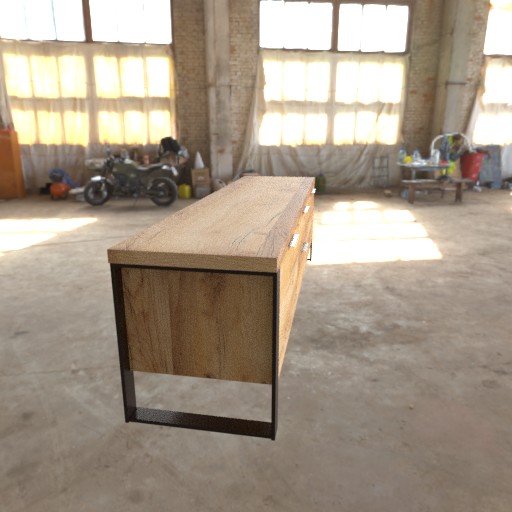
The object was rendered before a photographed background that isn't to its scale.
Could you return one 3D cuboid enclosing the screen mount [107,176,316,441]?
[{"bbox_3d":[0.000,0.000,1.727,0.395,0.450,1.524,3,17,10],"label":"screen mount"}]
